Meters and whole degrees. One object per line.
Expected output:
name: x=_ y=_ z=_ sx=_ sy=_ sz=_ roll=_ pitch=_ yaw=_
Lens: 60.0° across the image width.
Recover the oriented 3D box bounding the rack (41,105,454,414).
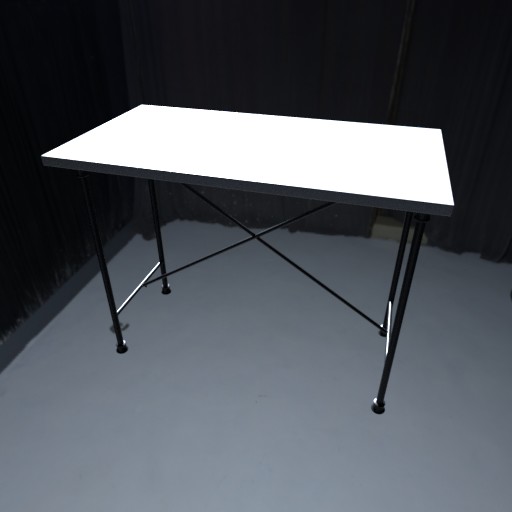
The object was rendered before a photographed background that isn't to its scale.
rack: x=0.000 y=0.000 z=1.669 sx=1.159 sy=0.880 sz=0.613 roll=9 pitch=34 yaw=14
